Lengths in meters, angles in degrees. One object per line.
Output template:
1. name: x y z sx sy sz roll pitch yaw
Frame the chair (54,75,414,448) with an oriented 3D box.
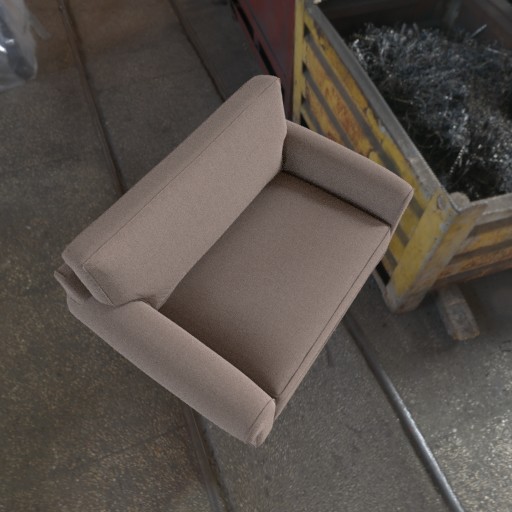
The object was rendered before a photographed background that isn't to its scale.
1. chair: 0.000 0.000 2.006 0.930 0.930 1.390 31 63 17
